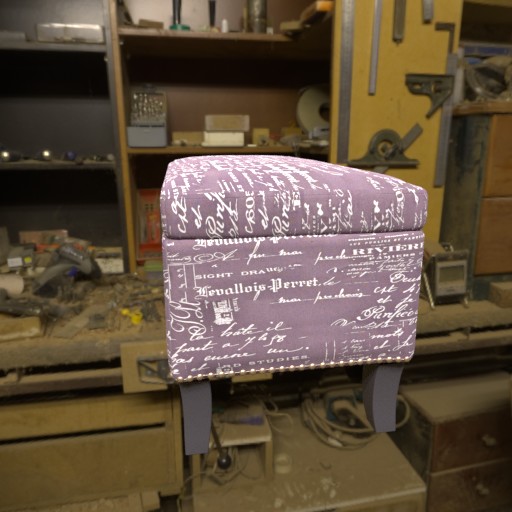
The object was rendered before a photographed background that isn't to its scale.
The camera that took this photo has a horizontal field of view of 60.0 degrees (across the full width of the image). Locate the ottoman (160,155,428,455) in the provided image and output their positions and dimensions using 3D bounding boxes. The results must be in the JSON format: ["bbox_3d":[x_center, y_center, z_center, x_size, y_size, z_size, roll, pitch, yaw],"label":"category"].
[{"bbox_3d":[0.000,0.000,1.058,0.406,0.457,0.813,-3,15,-9],"label":"ottoman"}]
